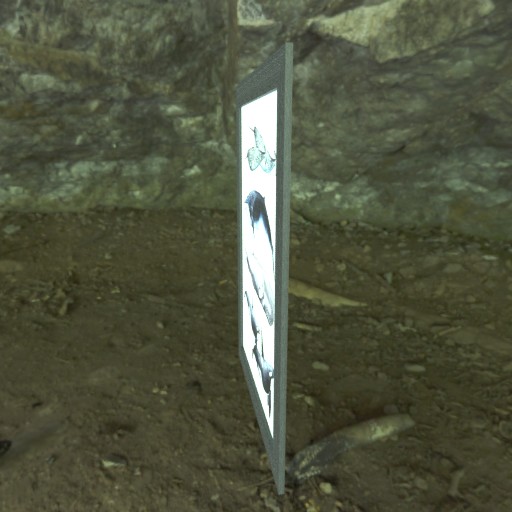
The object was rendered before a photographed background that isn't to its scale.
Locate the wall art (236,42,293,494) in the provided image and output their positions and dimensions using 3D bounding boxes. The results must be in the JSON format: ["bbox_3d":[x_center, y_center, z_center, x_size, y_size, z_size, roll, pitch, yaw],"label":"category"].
[{"bbox_3d":[0.000,0.000,1.437,0.016,1.116,0.810,-3,15,-9],"label":"wall art"}]
